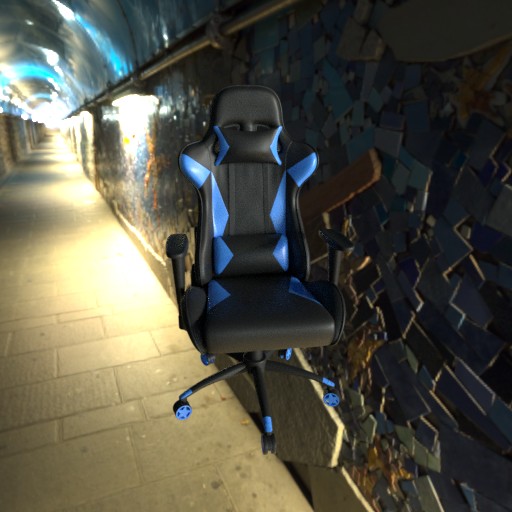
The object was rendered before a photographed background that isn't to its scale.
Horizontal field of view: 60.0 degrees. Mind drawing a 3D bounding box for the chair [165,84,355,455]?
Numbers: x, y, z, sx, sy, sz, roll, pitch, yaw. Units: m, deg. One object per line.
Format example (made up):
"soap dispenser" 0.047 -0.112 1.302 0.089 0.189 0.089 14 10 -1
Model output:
"chair" 0.000 0.000 1.716 0.695 1.282 0.730 -2 17 -8
